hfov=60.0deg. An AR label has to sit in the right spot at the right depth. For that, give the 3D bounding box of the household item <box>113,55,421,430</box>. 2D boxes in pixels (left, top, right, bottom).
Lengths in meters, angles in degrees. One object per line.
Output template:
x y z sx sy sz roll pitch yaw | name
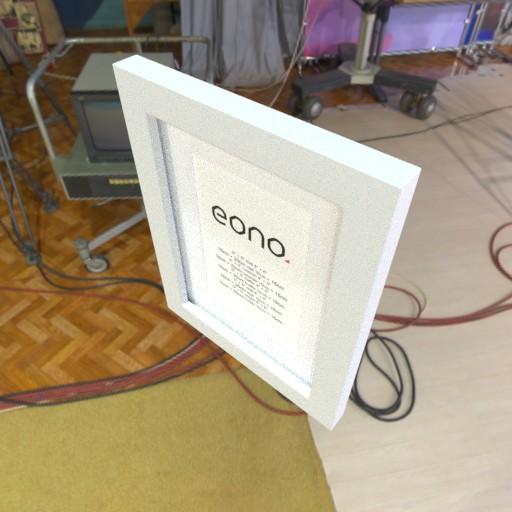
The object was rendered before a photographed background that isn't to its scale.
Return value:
0.000 0.000 0.335 0.200 0.250 0.045 31 53 27 | household item
